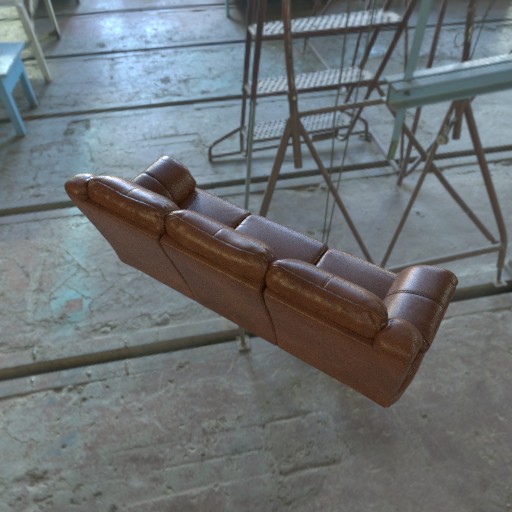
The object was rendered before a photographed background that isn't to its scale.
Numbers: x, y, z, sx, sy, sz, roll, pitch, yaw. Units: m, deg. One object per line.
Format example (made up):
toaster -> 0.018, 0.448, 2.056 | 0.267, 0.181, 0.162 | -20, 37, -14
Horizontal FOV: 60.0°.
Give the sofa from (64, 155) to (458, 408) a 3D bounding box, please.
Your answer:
sofa -> 0.000, 0.000, 2.886 | 2.337, 1.043, 0.991 | 25, 52, 22
